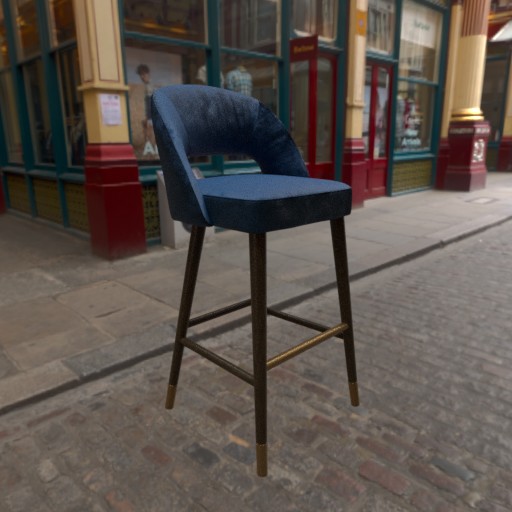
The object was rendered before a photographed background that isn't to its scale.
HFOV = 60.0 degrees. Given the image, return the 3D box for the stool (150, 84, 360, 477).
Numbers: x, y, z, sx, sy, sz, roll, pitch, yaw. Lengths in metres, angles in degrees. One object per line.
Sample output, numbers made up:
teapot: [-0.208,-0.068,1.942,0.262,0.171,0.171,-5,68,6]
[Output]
stool: [0.000,0.000,1.355,0.515,1.016,0.514,14,20,43]
